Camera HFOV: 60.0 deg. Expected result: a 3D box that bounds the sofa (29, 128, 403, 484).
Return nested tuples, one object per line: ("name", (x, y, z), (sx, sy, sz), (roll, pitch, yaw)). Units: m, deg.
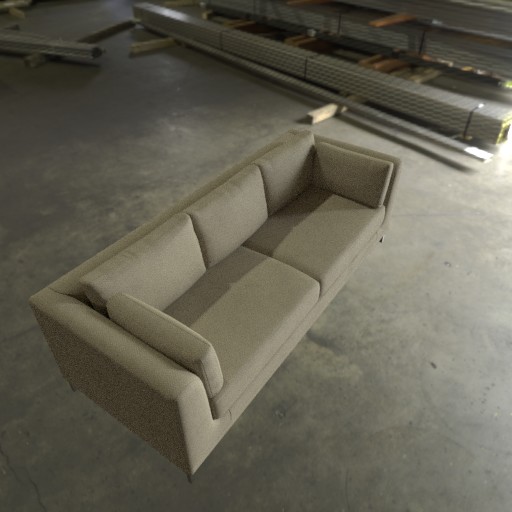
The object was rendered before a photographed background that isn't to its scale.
("sofa", (0.000, 0.000, 2.851), (0.969, 0.867, 2.415), (24, 45, 26))
